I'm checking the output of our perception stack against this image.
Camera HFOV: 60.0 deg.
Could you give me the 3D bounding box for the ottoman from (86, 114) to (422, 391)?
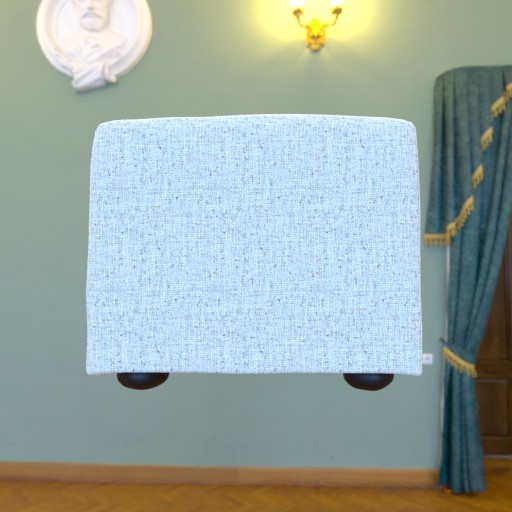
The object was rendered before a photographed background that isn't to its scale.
[{"bbox_3d":[0.000,0.000,0.918,0.512,0.453,0.521,0,-3,1],"label":"ottoman"}]
